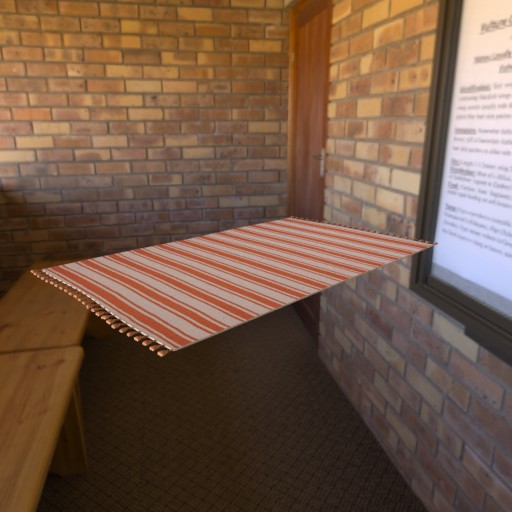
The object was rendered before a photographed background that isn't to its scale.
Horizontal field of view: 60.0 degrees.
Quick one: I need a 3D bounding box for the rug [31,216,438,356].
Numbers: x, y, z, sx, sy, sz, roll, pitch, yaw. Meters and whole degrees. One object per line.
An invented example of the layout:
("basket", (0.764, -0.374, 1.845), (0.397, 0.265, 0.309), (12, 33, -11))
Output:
("rug", (0.000, 0.000, 2.574), (2.092, 0.017, 1.232), (-15, 22, -42))
